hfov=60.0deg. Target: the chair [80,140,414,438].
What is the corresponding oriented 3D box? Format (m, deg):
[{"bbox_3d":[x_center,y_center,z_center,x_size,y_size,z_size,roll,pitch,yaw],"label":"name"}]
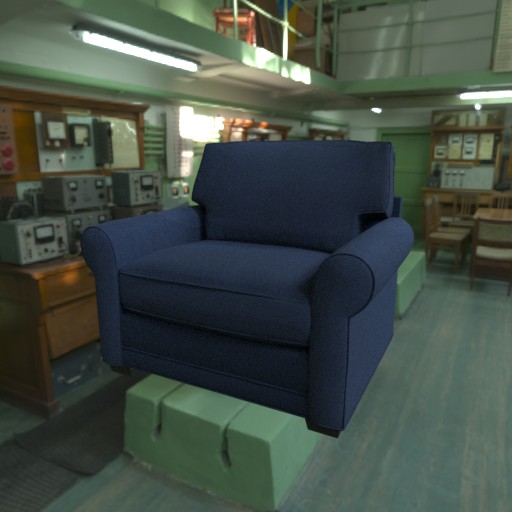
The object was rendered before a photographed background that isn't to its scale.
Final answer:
[{"bbox_3d":[0.000,0.000,2.043,1.285,1.044,0.963,7,15,26],"label":"chair"}]
